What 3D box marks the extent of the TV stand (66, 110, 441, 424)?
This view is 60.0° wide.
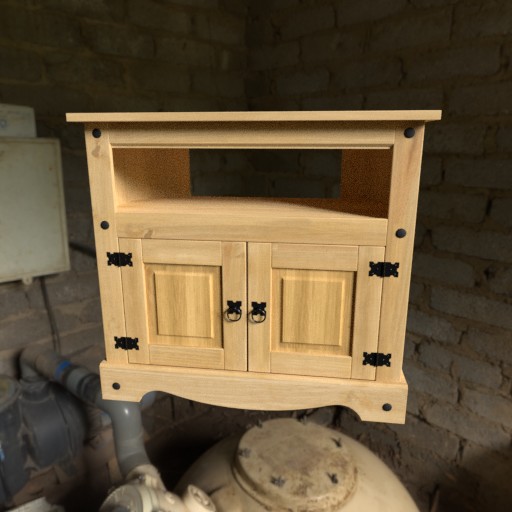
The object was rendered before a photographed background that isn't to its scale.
[{"bbox_3d":[0.000,0.000,1.298,0.851,0.781,0.425,2,15,8],"label":"TV stand"}]
